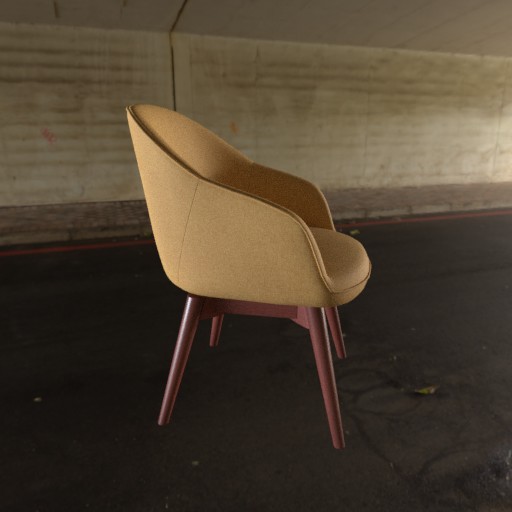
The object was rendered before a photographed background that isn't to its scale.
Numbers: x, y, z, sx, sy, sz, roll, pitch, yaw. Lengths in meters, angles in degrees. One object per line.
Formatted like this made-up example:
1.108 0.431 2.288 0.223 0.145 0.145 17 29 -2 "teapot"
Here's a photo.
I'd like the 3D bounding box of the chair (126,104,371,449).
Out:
0.000 0.000 1.257 0.635 0.823 0.596 3 16 11 "chair"
